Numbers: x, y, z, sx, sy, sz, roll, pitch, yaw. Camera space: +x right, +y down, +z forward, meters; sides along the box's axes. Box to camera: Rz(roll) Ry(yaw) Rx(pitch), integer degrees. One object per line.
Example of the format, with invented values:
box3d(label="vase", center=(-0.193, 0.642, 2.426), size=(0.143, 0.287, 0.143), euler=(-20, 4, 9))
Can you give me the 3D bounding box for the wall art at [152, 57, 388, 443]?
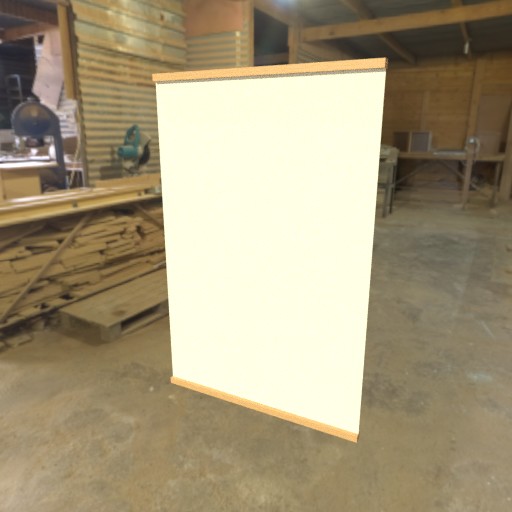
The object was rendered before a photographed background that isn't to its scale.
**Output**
box3d(label="wall art", center=(0.000, 0.000, 1.916), size=(0.991, 1.510, 0.040), euler=(8, 18, 27))
